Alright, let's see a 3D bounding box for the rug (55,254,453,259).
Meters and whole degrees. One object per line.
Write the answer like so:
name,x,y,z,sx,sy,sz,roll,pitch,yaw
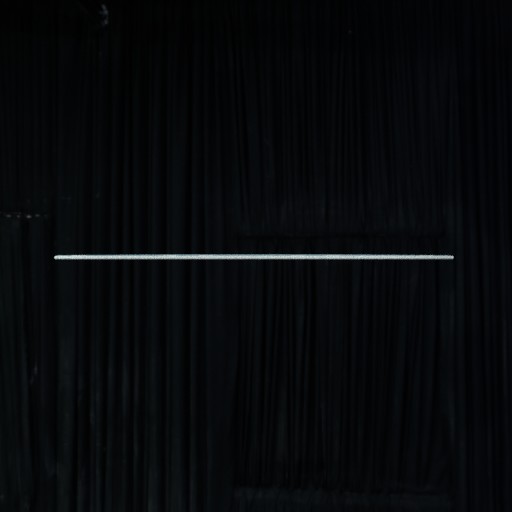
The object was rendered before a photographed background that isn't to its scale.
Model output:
rug,0.000,0.000,2.910,1.528,0.015,2.443,0,0,1
